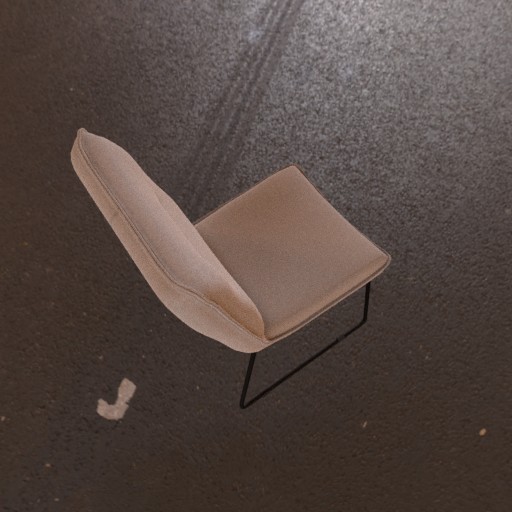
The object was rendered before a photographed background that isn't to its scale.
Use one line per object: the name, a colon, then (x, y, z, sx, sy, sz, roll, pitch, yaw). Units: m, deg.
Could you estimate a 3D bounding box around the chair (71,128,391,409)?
chair: (0.000, 0.000, 1.324, 0.688, 0.930, 0.515, -31, 63, -18)
